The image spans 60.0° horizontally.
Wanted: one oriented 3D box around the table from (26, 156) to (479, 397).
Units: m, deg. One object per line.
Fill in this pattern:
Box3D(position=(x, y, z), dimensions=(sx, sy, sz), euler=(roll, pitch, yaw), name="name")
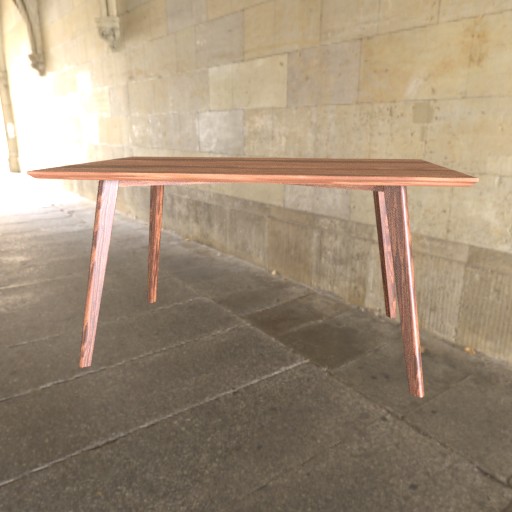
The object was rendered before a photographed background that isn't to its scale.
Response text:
Box3D(position=(0.000, 0.000, 1.781), dimensions=(1.349, 0.724, 0.801), euler=(3, 16, 9), name="table")
